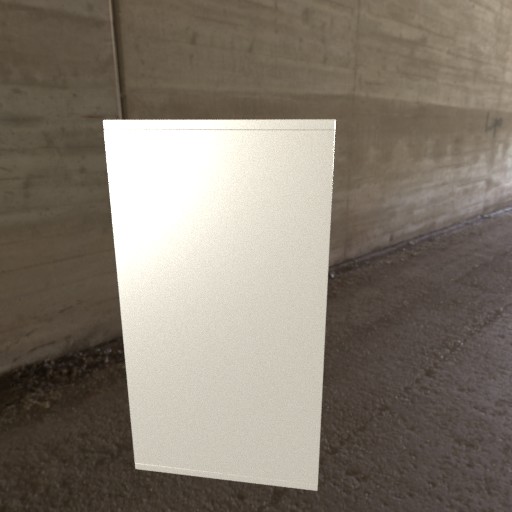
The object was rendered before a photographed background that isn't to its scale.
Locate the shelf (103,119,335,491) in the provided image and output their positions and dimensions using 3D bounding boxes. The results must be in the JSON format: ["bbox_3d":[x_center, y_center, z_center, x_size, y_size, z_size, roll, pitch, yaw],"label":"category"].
[{"bbox_3d":[0.000,0.000,1.263,0.396,0.732,0.895,3,17,8],"label":"shelf"}]
